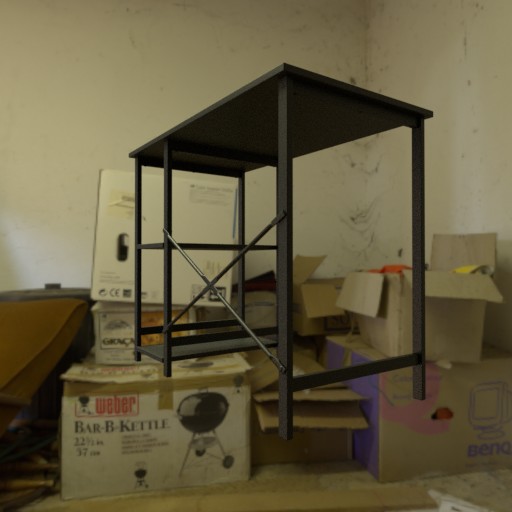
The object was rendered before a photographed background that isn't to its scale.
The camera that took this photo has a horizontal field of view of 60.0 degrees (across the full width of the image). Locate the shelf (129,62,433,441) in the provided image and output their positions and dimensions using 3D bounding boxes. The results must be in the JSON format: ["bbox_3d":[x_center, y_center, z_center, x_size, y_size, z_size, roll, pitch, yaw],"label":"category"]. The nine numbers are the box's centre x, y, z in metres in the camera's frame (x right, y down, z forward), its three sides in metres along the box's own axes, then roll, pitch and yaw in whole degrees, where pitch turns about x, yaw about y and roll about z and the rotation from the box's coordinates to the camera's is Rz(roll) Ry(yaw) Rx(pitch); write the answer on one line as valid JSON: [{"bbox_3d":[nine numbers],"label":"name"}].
[{"bbox_3d":[0.000,0.000,1.377,0.498,0.749,0.902,0,-1,-35],"label":"shelf"}]
